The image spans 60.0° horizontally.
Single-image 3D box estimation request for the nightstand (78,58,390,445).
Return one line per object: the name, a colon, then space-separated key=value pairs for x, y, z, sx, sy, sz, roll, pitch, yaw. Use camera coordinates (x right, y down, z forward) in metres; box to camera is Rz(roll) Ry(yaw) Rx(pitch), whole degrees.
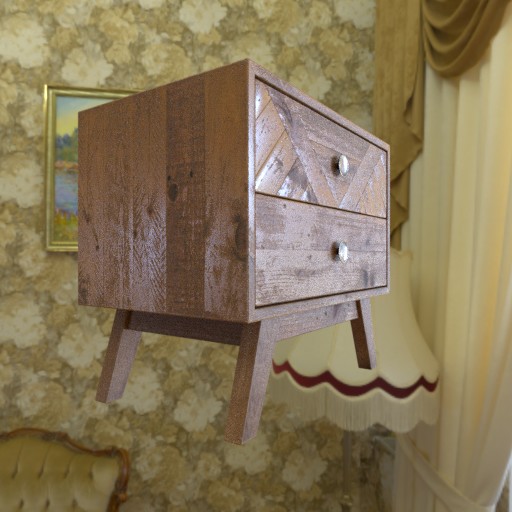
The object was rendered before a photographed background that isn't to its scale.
nightstand: x=0.000 y=0.000 z=1.056 sx=0.450 sy=0.599 sz=0.650 roll=0 pitch=0 yaw=35
